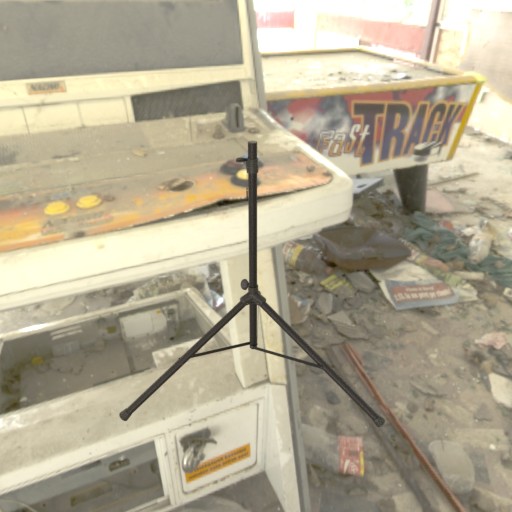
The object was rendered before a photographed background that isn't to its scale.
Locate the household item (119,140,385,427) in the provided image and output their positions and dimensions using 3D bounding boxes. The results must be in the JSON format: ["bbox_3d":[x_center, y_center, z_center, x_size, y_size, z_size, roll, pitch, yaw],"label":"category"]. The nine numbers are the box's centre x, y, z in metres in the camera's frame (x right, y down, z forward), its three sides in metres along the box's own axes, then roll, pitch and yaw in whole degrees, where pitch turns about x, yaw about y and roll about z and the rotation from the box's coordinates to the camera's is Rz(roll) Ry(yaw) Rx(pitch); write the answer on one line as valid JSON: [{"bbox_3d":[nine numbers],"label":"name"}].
[{"bbox_3d":[0.000,0.000,2.796,1.596,1.595,1.339,1,32,2],"label":"household item"}]
